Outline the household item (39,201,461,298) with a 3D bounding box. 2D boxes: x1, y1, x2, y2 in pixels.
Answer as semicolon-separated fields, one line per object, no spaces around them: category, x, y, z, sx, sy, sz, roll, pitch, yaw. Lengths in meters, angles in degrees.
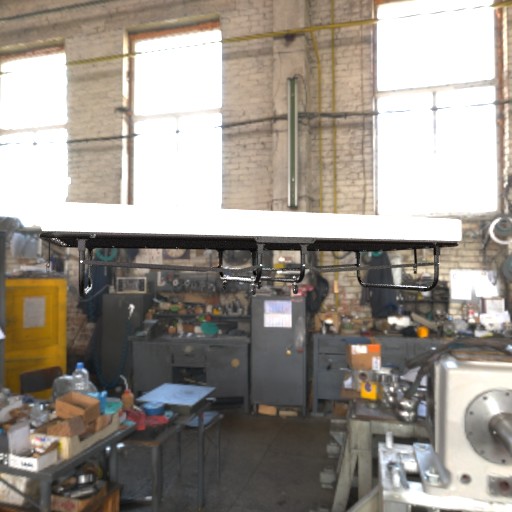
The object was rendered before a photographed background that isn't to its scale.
household item;0.000;0.000;2.209;1.905;0.356;0.787;1;-2;-18
